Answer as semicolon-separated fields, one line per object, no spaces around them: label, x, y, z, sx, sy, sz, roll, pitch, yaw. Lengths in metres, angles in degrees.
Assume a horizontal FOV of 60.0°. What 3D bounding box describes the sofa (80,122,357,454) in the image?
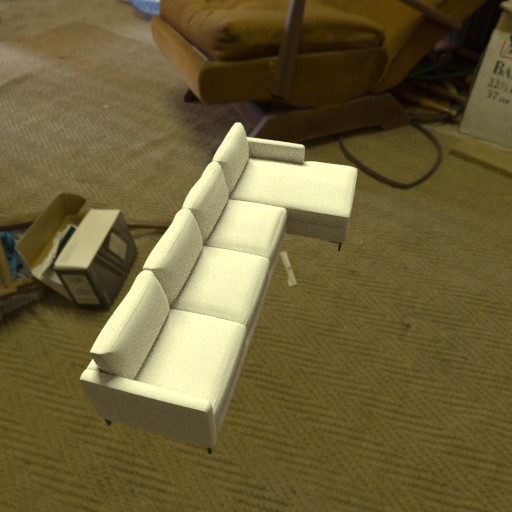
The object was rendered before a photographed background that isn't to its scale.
sofa;0.000;0.000;2.962;1.126;0.677;2.445;11;46;11
